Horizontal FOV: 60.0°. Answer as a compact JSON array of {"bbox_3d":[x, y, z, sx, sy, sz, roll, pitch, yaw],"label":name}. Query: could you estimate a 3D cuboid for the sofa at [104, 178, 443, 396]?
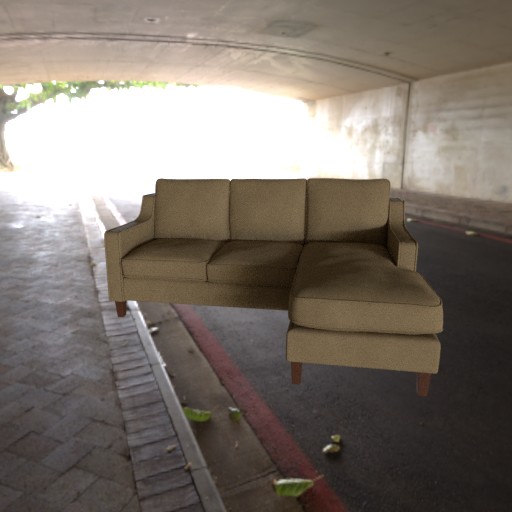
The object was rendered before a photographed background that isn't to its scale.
[{"bbox_3d":[0.000,0.000,3.299,2.317,1.066,1.858,2,14,10],"label":"sofa"}]
